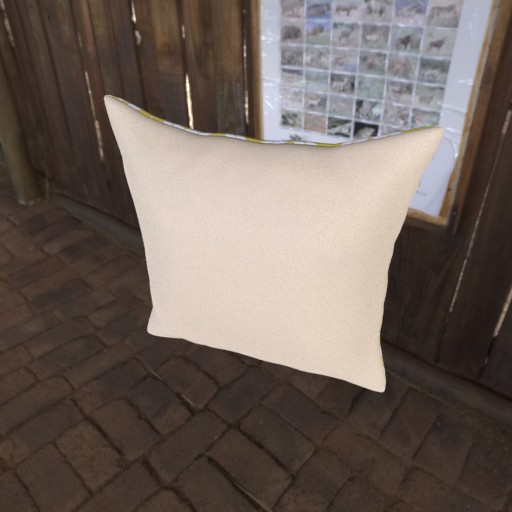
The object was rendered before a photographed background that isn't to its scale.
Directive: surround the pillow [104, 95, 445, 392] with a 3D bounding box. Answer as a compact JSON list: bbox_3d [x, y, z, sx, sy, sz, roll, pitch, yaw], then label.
[{"bbox_3d":[0.000,0.000,0.759,0.504,0.494,0.188,10,34,16],"label":"pillow"}]
